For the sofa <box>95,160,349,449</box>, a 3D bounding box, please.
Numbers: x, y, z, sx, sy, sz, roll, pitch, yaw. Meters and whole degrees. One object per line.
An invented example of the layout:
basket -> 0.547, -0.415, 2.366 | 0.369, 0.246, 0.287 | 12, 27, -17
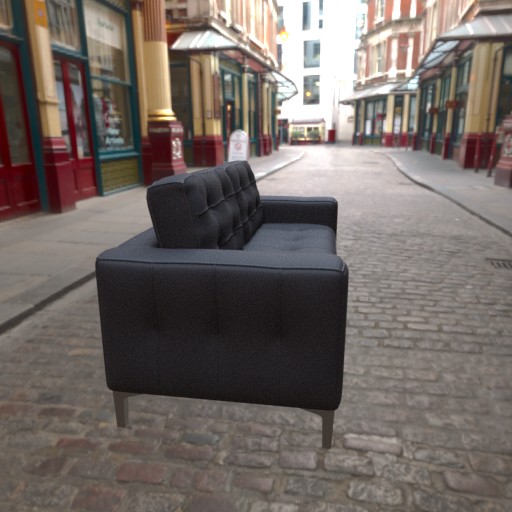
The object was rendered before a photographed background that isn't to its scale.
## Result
sofa -> 0.000, 0.000, 2.231 | 0.833, 0.893, 1.726 | 2, 15, 9
